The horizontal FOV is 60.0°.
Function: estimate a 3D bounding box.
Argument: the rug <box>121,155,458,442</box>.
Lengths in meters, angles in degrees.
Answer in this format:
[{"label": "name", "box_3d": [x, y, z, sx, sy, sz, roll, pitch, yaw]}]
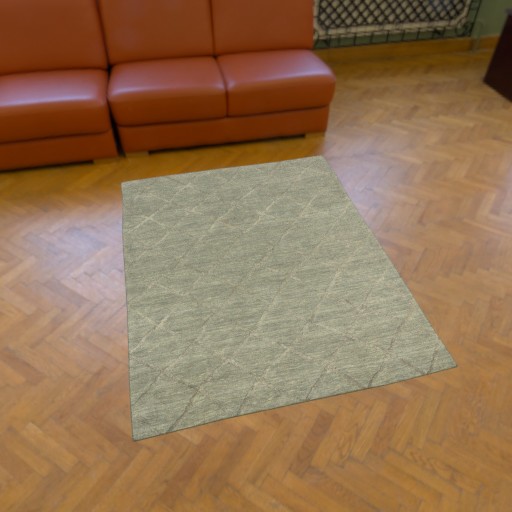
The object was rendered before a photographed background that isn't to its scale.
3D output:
[{"label": "rug", "box_3d": [0.000, 0.000, 4.190, 2.438, 0.013, 3.048, -10, 46, -10]}]
